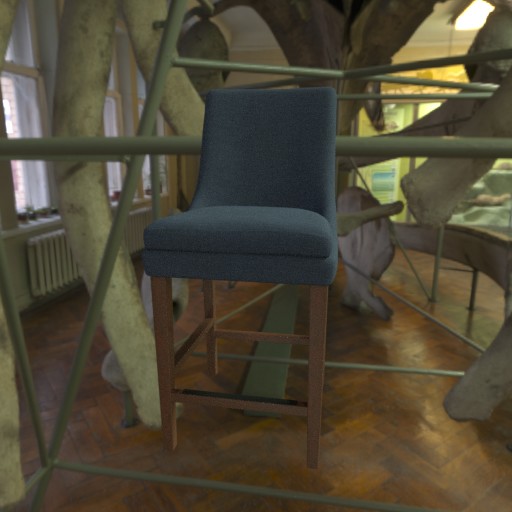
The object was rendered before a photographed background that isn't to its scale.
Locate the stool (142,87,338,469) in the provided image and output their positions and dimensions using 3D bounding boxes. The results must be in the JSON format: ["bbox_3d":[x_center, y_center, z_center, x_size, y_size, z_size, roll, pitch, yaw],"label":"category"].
[{"bbox_3d":[0.000,0.000,1.296,0.470,0.981,0.577,3,14,10],"label":"stool"}]
